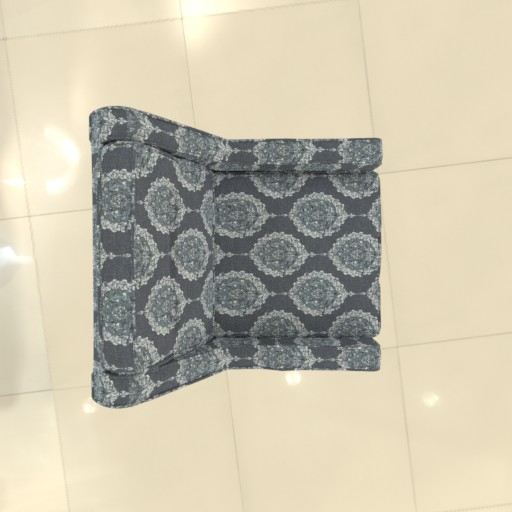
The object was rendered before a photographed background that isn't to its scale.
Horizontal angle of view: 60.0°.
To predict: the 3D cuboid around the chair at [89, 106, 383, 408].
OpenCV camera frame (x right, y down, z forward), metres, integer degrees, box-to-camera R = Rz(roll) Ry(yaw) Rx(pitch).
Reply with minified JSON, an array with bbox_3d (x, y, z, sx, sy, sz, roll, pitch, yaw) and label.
[{"bbox_3d":[0.000,0.000,1.306,0.743,0.792,0.663,0,91,-1],"label":"chair"}]
